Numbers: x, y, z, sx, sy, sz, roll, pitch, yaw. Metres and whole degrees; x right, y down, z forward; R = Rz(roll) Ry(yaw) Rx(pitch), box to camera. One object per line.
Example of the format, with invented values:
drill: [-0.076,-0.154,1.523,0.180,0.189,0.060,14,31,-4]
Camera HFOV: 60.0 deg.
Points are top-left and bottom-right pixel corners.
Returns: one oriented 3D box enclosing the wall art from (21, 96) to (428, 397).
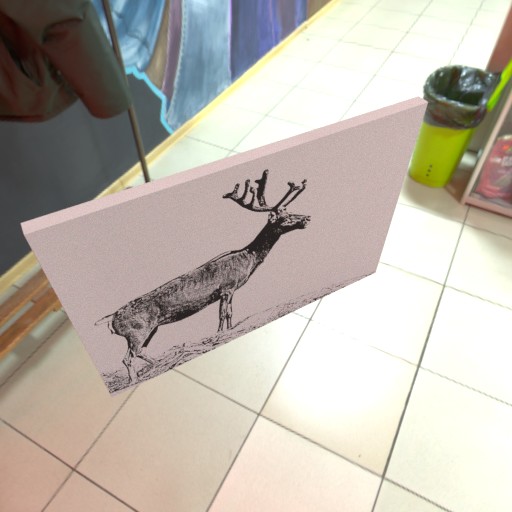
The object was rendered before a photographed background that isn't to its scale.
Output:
wall art: [0.000,0.000,1.126,0.906,0.617,0.033,-22,51,-19]
